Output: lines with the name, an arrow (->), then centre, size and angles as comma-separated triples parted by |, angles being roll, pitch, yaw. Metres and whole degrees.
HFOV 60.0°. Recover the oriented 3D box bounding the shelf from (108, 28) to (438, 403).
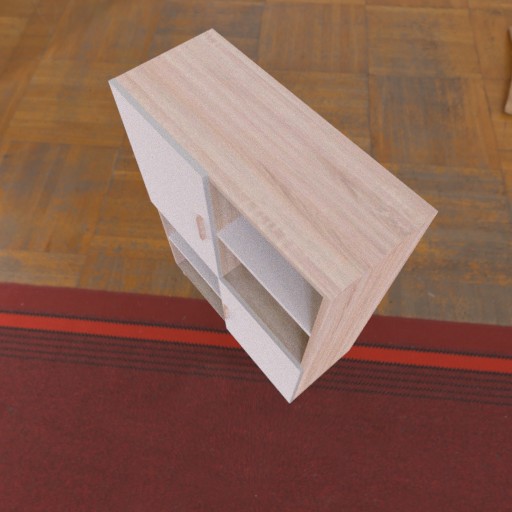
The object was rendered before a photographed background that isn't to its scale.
shelf -> 0.000, 0.000, 1.909 | 0.434, 1.405, 0.995 | -36, 67, -18
